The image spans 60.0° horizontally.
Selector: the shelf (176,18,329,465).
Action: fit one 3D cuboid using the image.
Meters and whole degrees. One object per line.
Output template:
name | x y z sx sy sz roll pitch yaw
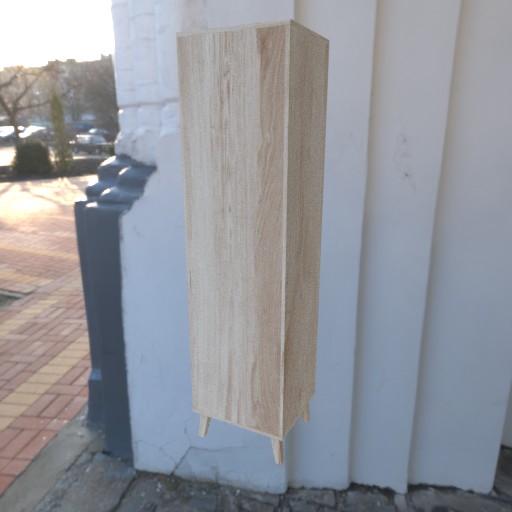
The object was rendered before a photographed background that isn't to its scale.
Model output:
shelf | 0.000 0.000 2.170 0.510 1.960 0.450 8 18 26
